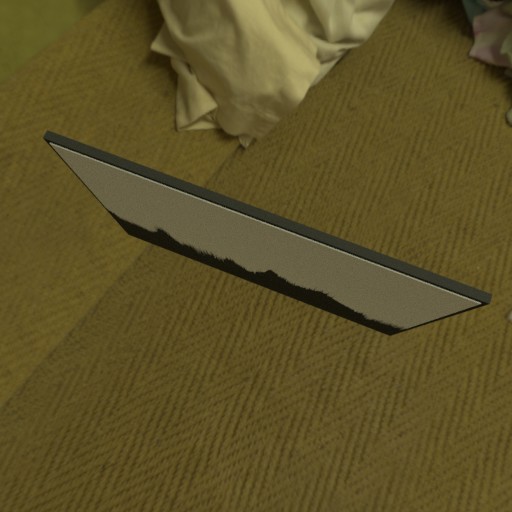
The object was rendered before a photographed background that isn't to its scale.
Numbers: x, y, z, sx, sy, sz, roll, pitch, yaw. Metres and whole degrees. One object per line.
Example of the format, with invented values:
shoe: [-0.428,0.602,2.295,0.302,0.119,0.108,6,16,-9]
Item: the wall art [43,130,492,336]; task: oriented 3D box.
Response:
wall art: [0.000,0.000,1.489,1.190,0.805,0.028,21,76,6]
